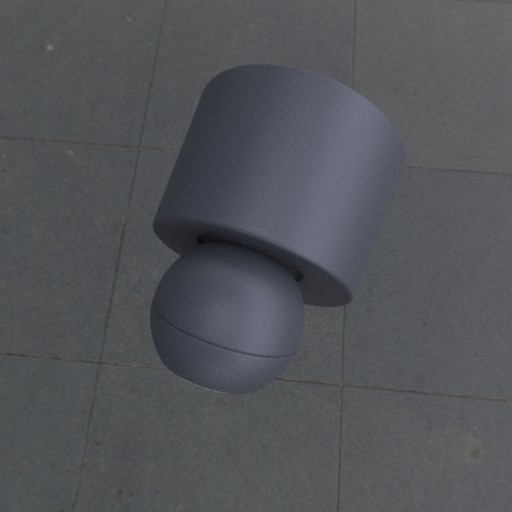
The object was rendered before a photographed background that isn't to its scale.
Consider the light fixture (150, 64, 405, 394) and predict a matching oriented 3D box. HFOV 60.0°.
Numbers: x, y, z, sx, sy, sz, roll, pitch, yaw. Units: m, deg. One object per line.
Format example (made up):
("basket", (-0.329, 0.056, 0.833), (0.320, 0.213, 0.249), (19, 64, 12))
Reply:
("light fixture", (0.000, 0.000, 0.268), (0.134, 0.143, 0.160), (19, 75, 5))
